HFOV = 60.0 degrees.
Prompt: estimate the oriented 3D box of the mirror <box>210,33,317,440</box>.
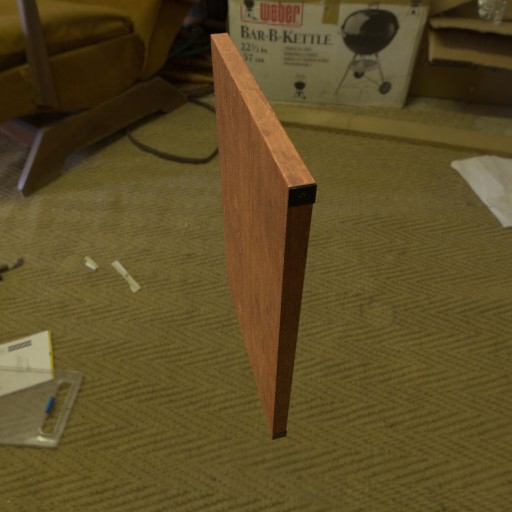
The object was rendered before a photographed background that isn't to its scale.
[{"bbox_3d":[0.000,0.000,0.981,0.053,0.761,0.517,-11,47,-10],"label":"mirror"}]
